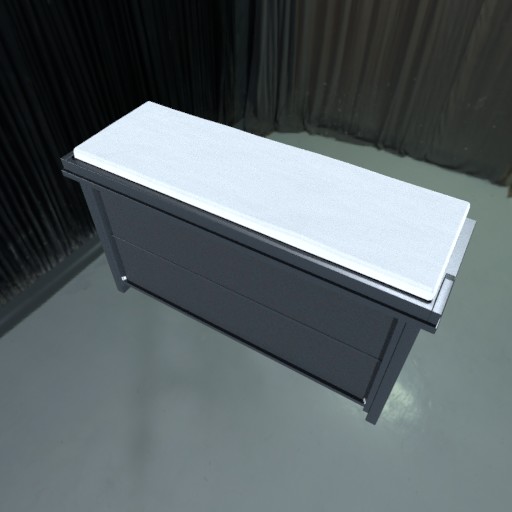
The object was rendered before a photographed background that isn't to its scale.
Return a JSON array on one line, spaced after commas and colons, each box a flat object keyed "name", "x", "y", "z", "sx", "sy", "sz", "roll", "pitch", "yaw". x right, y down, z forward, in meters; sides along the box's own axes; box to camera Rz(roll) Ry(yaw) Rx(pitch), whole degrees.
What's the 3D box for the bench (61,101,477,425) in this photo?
[{"name": "bench", "x": 0.000, "y": 0.000, "z": 1.244, "sx": 0.973, "sy": 0.561, "sz": 0.345, "roll": 23, "pitch": 51, "yaw": 21}]
